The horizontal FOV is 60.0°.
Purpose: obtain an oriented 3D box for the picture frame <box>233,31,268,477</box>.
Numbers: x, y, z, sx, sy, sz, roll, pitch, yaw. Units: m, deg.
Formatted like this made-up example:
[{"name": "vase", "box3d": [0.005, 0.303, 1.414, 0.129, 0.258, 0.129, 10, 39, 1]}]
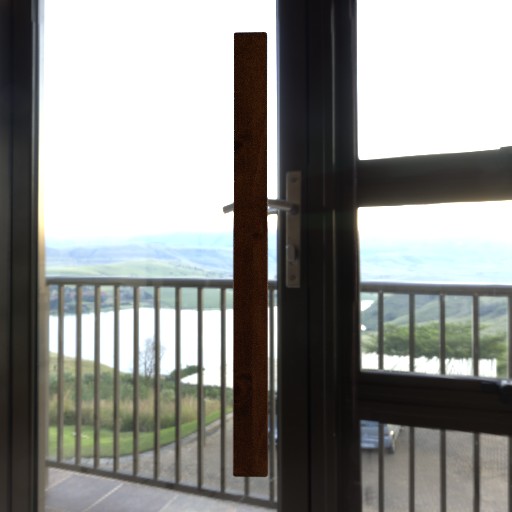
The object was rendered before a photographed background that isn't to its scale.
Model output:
[{"name": "picture frame", "box3d": [0.000, 0.000, 0.529, 0.028, 0.356, 0.352, 0, -1, 1]}]
